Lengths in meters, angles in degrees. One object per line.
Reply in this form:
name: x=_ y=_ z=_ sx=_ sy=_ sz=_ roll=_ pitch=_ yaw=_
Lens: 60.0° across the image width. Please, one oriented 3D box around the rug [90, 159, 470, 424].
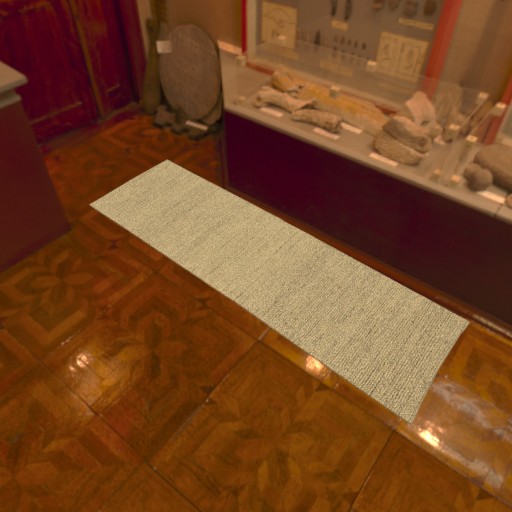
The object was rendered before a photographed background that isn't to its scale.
rug: x=0.000 y=0.000 z=2.608 sx=2.320 sy=0.032 sz=0.692 roll=31 pitch=53 yaw=27
